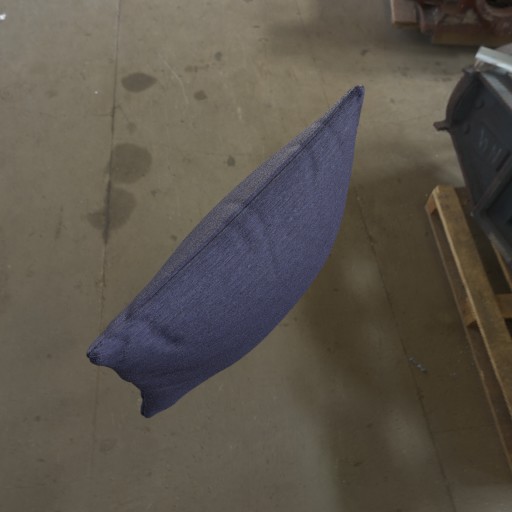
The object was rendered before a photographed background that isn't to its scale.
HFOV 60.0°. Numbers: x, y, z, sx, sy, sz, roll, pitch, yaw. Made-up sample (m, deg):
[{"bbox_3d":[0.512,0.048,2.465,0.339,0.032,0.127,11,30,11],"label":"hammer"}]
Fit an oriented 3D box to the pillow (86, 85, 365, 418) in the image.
[{"bbox_3d":[0.000,0.000,0.791,0.210,0.338,0.633,34,64,19],"label":"pillow"}]
